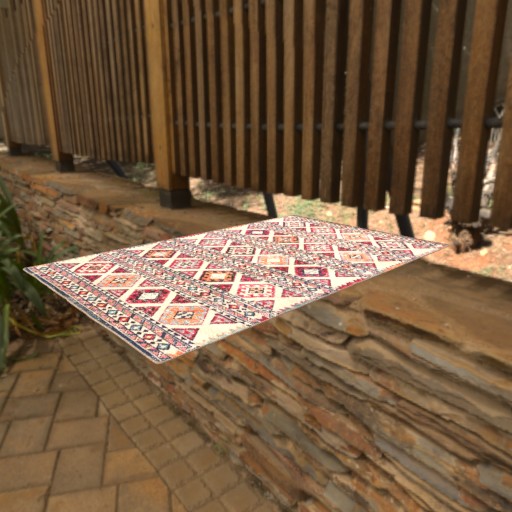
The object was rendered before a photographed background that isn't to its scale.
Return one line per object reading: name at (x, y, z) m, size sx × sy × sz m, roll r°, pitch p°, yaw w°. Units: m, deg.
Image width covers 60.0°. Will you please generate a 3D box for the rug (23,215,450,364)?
rug at (0.000, 0.000, 2.946) m, size 2.440 × 0.010 × 1.545 m, roll -15°, pitch 22°, yaw -41°
